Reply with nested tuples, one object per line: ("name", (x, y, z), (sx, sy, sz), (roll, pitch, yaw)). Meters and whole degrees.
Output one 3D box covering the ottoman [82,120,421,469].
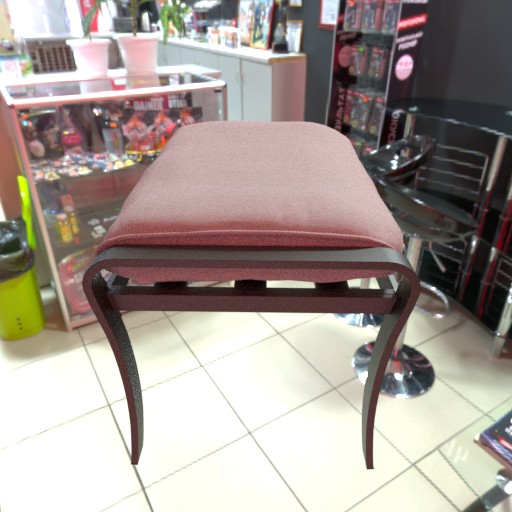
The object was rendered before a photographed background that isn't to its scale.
("ottoman", (0.000, 0.000, 0.860), (0.406, 0.422, 0.610), (1, 30, 1))
